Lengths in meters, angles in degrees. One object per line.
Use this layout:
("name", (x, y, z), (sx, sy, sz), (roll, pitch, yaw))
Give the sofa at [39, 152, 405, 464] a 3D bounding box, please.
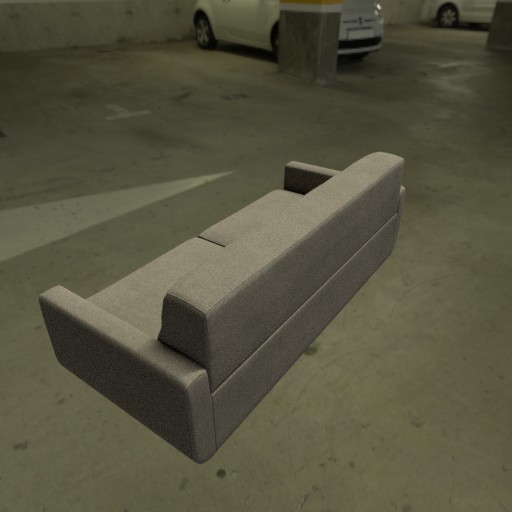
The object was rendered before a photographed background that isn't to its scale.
("sofa", (0.000, 0.000, 2.426), (0.909, 0.841, 2.029), (21, 37, 30))
